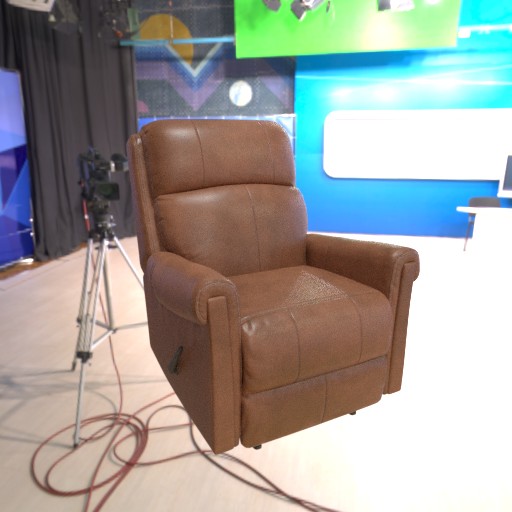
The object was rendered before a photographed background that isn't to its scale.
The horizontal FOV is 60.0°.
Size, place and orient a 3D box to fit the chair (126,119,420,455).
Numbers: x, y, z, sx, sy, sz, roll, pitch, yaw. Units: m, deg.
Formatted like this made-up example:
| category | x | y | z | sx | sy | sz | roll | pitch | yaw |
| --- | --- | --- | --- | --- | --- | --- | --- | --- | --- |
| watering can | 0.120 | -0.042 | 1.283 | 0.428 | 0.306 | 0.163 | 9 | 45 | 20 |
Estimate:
| category | x | y | z | sx | sy | sz | roll | pitch | yaw |
| --- | --- | --- | --- | --- | --- | --- | --- | --- | --- |
| chair | 0.000 | 0.000 | 1.758 | 0.838 | 1.054 | 1.014 | -8 | 17 | -26 |
